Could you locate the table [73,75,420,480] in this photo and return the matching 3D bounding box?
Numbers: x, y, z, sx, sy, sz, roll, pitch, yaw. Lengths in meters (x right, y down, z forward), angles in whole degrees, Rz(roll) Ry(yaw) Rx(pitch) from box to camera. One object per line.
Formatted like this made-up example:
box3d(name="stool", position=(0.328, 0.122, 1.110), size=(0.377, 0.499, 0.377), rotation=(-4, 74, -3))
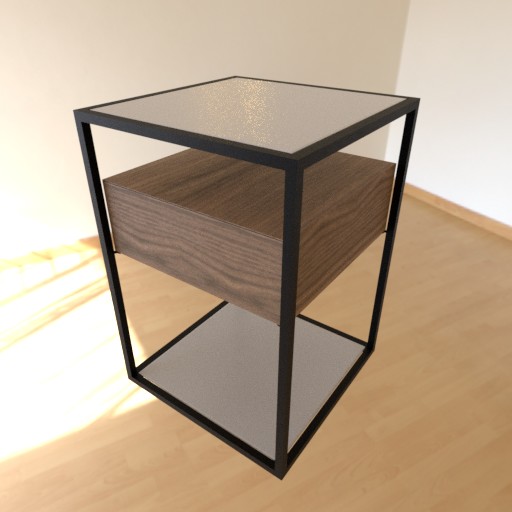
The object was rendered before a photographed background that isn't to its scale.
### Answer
box3d(name="table", position=(0.000, 0.000, 0.812), size=(0.378, 0.540, 0.378), rotation=(20, 36, 30))
